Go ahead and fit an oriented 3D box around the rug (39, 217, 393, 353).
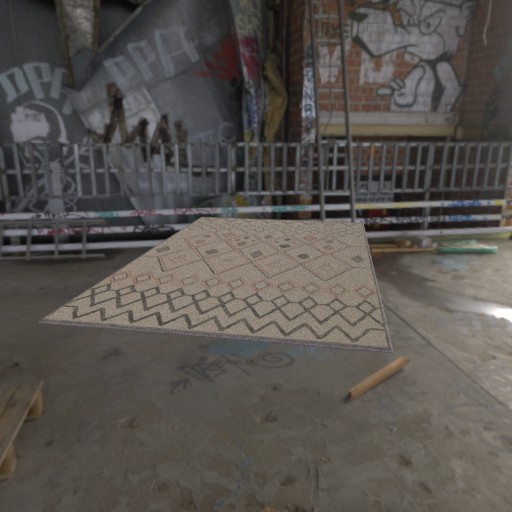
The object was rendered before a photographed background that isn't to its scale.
[{"bbox_3d":[0.000,0.000,2.990,1.524,0.015,2.438,3,16,10],"label":"rug"}]
